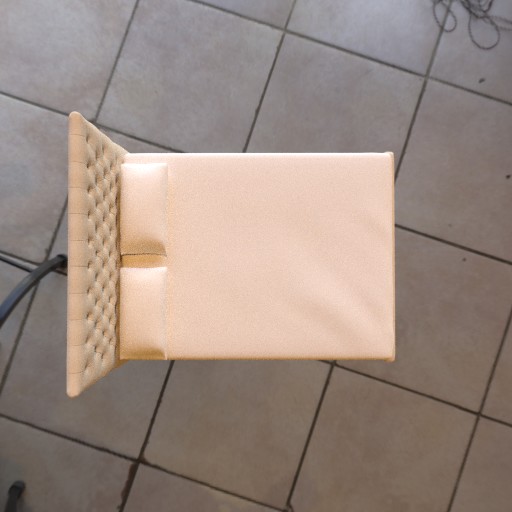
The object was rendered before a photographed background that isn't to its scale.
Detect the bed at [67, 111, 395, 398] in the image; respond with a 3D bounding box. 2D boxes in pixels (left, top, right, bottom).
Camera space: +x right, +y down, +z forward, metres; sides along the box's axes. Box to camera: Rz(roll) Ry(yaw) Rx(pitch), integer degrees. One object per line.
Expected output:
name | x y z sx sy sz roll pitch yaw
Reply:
bed | 0.000 0.000 3.290 2.233 1.426 1.696 0 89 0
